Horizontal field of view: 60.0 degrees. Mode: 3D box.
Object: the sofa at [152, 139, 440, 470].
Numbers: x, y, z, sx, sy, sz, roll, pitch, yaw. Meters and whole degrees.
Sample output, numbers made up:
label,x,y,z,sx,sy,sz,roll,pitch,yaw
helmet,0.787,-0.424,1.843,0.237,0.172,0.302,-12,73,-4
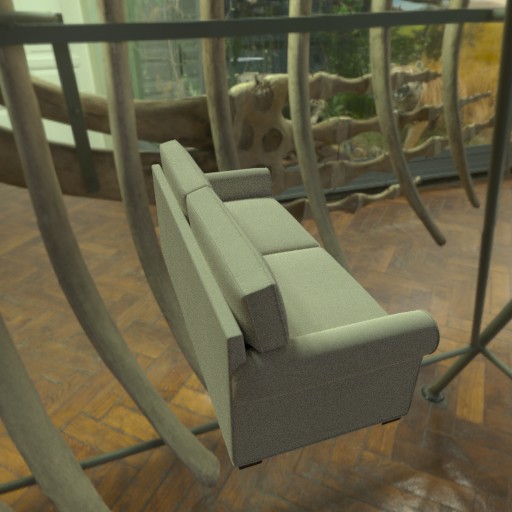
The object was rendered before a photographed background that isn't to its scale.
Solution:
label,x,y,z,sx,sy,sz,roll,pitch,yaw
sofa,0.000,0.000,2.627,0.901,0.962,2.146,-10,31,-16
